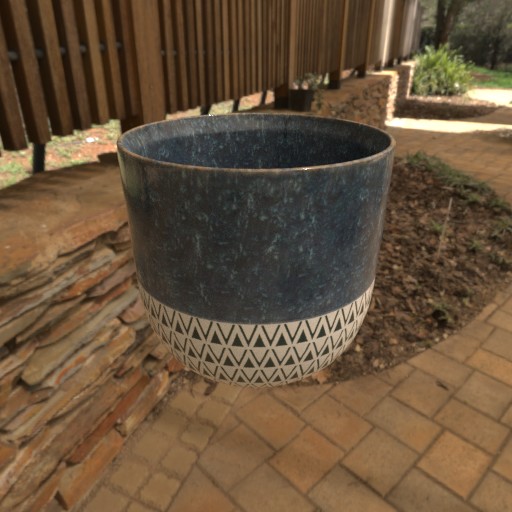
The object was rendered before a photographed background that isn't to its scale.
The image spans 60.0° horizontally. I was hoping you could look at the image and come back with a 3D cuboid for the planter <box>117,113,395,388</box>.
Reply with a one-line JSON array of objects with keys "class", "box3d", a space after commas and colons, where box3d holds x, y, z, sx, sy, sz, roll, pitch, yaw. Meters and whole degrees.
[{"class": "planter", "box3d": [0.000, 0.000, 0.497, 0.266, 0.270, 0.266, 0, 26, 0]}]
